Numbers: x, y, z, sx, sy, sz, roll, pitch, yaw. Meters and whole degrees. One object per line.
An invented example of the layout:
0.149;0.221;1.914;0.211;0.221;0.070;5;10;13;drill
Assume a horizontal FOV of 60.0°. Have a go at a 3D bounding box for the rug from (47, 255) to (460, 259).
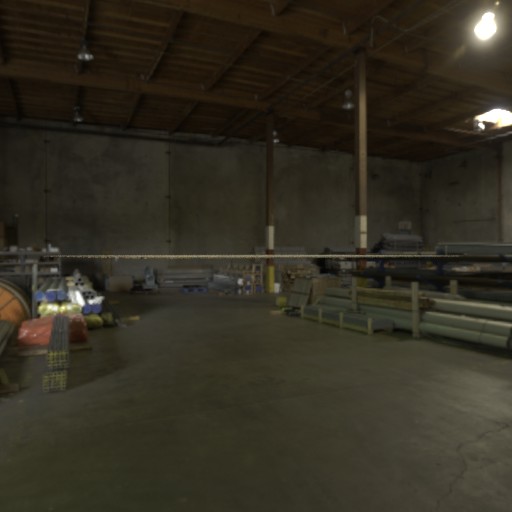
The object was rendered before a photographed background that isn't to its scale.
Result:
0.000;0.000;4.189;3.221;0.011;2.379;0;0;-38;rug
